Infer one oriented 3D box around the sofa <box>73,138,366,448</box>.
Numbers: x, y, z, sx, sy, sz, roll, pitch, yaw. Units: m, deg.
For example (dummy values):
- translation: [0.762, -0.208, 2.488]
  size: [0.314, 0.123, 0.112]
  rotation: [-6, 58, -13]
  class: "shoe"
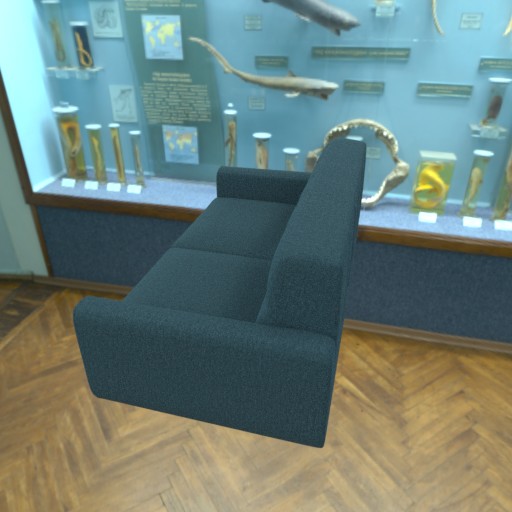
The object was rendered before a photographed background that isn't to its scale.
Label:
- translation: [0.000, 0.000, 2.215]
  size: [0.942, 0.896, 1.651]
  rotation: [8, 31, 13]
  class: "sofa"
